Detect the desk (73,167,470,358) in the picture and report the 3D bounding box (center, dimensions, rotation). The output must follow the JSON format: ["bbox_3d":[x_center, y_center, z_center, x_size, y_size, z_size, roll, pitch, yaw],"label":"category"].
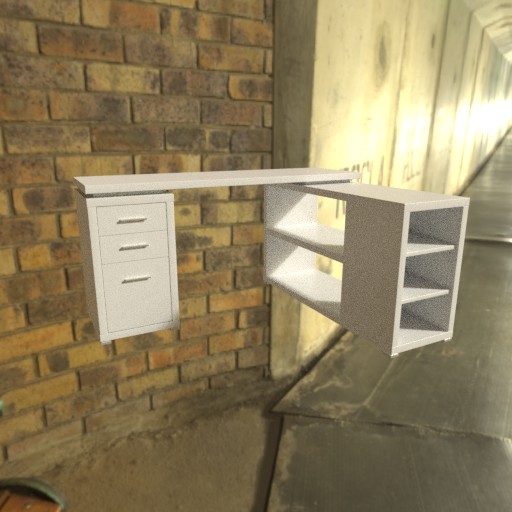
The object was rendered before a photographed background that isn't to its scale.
[{"bbox_3d":[0.000,0.000,2.230,1.524,0.753,1.200,-8,17,-26],"label":"desk"}]
